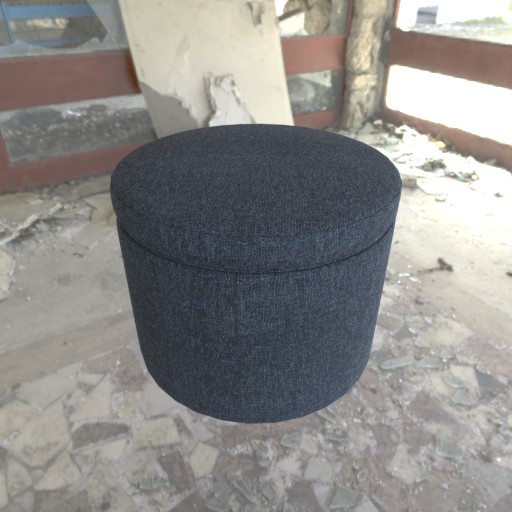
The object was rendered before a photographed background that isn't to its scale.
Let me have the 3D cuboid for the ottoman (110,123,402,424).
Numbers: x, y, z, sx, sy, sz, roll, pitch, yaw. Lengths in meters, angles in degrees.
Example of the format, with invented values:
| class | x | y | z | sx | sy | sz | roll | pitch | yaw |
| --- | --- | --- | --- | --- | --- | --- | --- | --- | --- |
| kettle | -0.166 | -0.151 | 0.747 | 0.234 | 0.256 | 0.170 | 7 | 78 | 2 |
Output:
| class | x | y | z | sx | sy | sz | roll | pitch | yaw |
| --- | --- | --- | --- | --- | --- | --- | --- | --- | --- |
| ottoman | 0.000 | 0.000 | 0.880 | 0.500 | 0.419 | 0.500 | 0 | 33 | 0 |
